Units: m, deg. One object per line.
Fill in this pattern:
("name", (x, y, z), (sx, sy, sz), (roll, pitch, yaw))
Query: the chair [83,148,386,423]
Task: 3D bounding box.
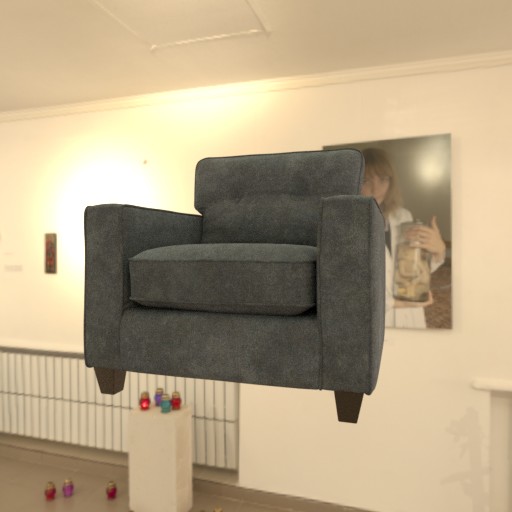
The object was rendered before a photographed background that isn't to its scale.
("chair", (0.000, 0.000, 1.824), (1.015, 0.965, 0.939), (0, 1, 18))
